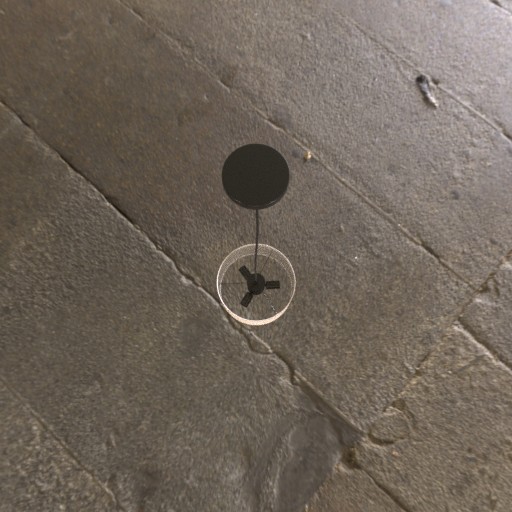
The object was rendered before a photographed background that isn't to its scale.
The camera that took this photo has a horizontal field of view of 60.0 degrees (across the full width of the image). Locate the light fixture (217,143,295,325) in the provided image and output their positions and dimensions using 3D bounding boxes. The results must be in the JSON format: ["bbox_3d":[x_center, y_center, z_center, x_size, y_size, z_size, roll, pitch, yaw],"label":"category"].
[{"bbox_3d":[0.000,0.000,1.712,0.399,1.516,0.399,0,76,0],"label":"light fixture"}]
